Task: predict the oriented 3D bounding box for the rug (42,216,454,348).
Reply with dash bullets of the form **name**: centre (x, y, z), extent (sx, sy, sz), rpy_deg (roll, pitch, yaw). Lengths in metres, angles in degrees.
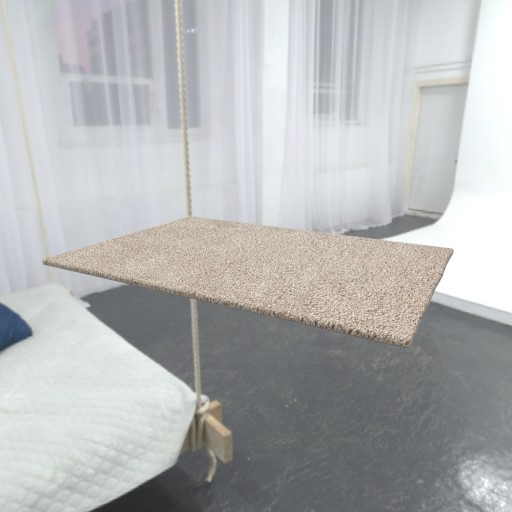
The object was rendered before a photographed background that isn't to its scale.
- **rug**: centre (0.000, 0.000, 2.305), extent (1.778, 0.030, 1.219), rpy_deg (9, 19, 28)
